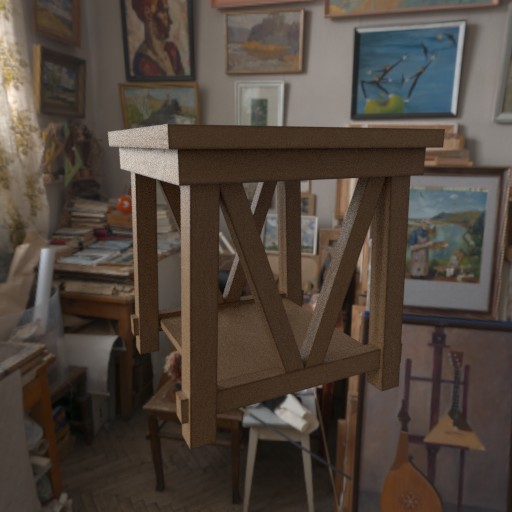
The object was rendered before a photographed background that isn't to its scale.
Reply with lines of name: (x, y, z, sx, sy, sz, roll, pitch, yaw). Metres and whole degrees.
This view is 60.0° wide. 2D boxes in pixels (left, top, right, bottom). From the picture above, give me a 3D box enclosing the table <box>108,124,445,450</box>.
table: (0.000, 0.000, 1.172, 0.612, 0.638, 0.610, -7, 16, -25)
